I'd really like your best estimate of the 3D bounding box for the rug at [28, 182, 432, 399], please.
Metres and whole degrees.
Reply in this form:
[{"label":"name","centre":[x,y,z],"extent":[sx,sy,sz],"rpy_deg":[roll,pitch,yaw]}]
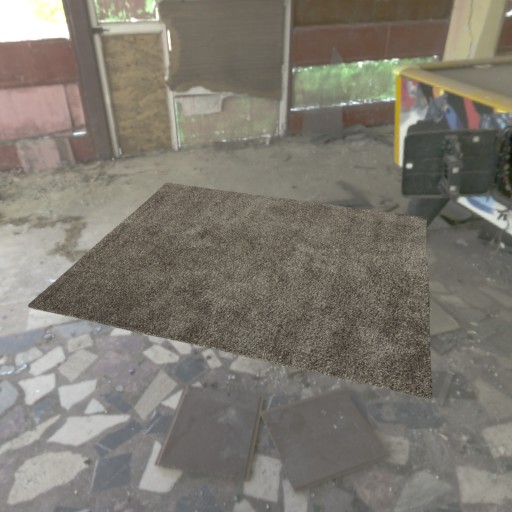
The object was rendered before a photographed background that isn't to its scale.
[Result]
[{"label":"rug","centre":[0.000,0.000,4.043],"extent":[3.000,0.025,2.401],"rpy_deg":[10,35,14]}]
